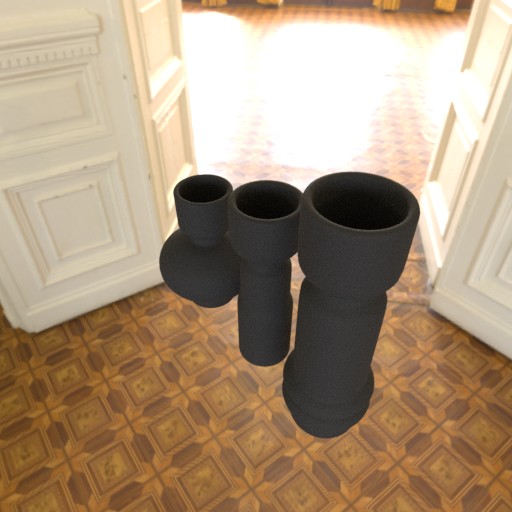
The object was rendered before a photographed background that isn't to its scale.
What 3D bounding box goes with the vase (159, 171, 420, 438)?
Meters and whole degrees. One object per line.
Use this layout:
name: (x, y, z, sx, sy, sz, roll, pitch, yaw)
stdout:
vase: (0.000, 0.000, 0.432, 0.120, 0.249, 0.307, -26, 47, -27)
